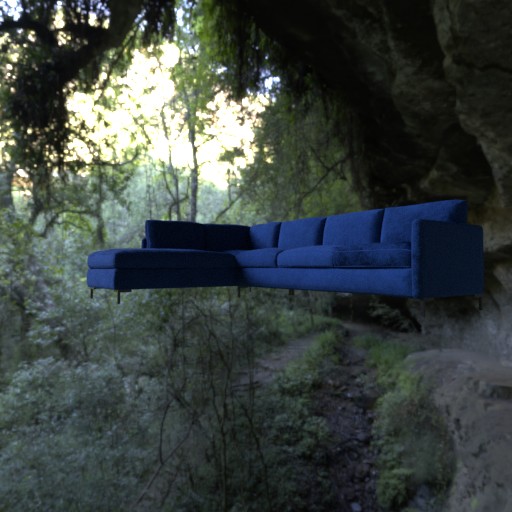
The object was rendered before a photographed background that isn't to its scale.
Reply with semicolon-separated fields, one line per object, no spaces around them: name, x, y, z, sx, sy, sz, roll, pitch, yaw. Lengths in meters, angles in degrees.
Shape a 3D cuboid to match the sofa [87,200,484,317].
sofa;0.000;0.000;3.790;2.007;0.815;2.949;1;-2;-37
